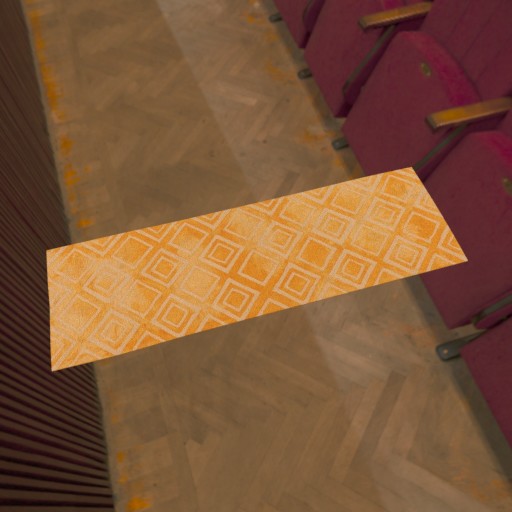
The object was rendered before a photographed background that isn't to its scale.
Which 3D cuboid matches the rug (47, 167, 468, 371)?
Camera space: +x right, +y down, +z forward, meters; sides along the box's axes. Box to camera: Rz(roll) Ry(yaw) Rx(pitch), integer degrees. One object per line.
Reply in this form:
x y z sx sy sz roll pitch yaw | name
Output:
0.000 0.000 2.673 2.438 0.010 0.775 -14 61 -8 | rug
